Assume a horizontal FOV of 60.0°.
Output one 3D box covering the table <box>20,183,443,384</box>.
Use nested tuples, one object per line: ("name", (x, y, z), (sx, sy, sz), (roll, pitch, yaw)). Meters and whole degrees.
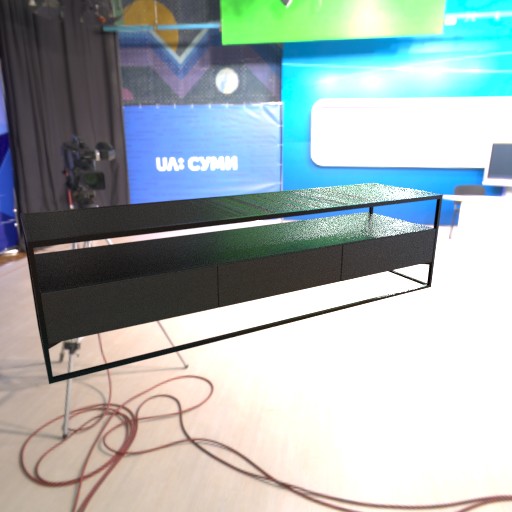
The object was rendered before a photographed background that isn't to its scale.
("table", (0.000, 0.000, 1.639), (1.486, 0.395, 0.399), (-9, 19, -28))
